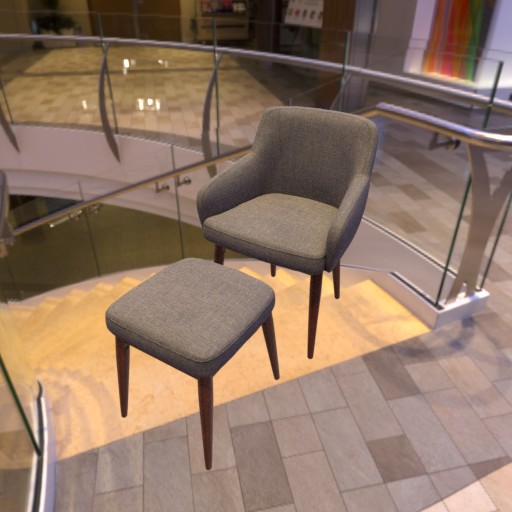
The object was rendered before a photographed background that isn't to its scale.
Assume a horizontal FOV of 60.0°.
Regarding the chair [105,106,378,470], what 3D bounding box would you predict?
[{"bbox_3d":[0.000,0.000,1.574,0.584,0.799,1.107,18,36,27],"label":"chair"}]
